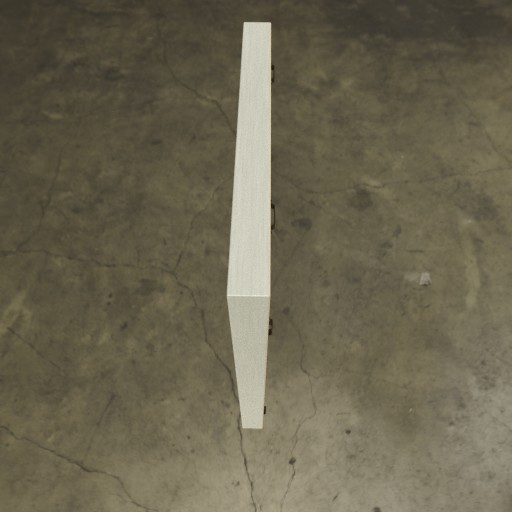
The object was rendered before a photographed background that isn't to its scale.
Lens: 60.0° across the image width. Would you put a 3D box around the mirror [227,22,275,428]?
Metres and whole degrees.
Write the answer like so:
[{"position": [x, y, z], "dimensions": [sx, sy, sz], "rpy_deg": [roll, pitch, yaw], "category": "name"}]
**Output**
[{"position": [0.000, 0.000, 0.687], "dimensions": [0.041, 0.508, 0.405], "rpy_deg": [1, 57, 1], "category": "mirror"}]
